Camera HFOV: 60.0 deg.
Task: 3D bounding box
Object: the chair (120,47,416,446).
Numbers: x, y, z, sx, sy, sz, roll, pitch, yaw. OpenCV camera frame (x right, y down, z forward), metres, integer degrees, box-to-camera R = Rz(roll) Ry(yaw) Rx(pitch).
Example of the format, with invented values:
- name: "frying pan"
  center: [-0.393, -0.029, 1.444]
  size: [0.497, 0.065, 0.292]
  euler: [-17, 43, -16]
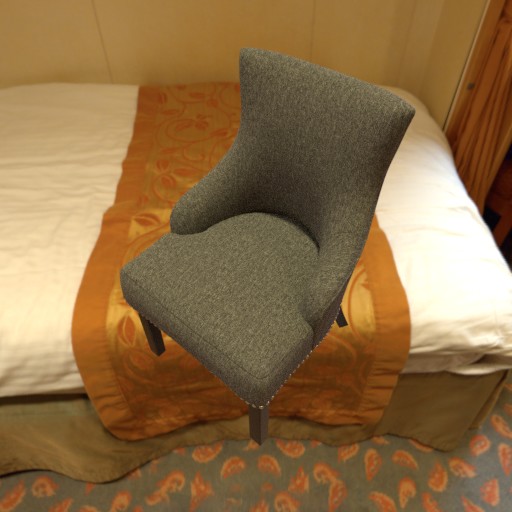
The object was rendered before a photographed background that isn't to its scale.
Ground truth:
- name: "chair"
  center: [0.000, 0.000, 1.277]
  size: [0.566, 0.909, 0.629]
  euler: [32, 55, 27]
